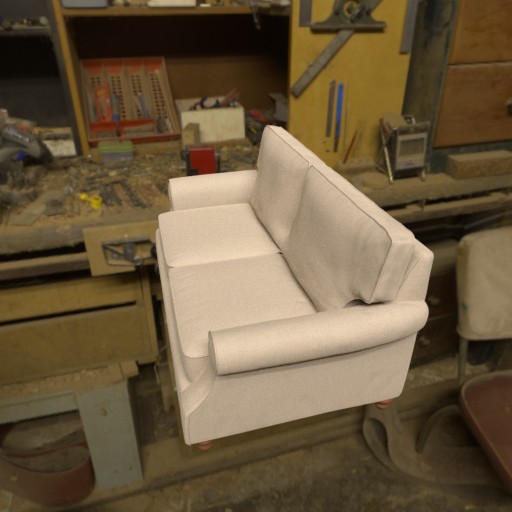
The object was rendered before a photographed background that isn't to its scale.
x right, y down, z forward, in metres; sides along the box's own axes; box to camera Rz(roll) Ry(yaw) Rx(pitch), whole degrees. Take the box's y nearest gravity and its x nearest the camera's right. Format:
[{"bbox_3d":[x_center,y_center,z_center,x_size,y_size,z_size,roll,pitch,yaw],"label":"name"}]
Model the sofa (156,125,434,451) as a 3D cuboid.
[{"bbox_3d":[0.000,0.000,2.252,0.964,0.937,1.665,-8,32,-13],"label":"sofa"}]
